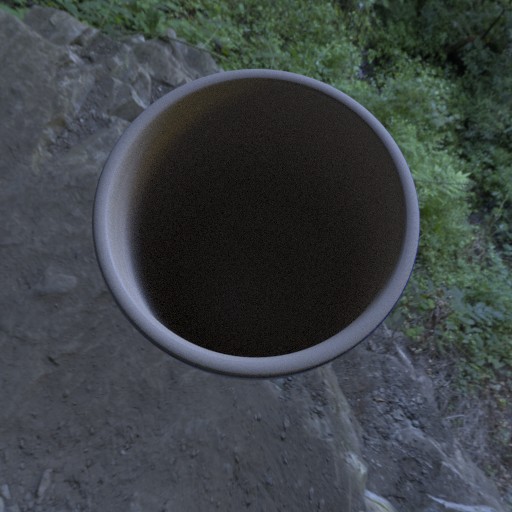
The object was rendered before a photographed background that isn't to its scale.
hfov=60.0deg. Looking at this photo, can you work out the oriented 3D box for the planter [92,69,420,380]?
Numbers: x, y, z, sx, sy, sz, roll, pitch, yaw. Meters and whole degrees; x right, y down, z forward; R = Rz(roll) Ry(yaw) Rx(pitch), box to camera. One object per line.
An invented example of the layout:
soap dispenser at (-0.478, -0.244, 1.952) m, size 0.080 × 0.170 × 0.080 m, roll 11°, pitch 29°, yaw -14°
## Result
planter at (0.000, 0.000, 0.342) m, size 0.184 × 0.206 × 0.184 m, roll 0°, pitch 75°, yaw 0°
